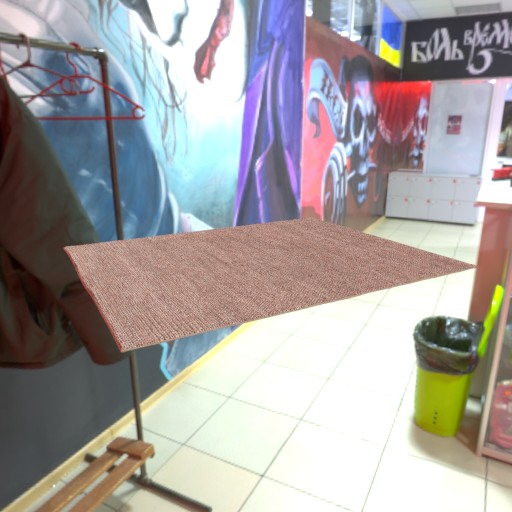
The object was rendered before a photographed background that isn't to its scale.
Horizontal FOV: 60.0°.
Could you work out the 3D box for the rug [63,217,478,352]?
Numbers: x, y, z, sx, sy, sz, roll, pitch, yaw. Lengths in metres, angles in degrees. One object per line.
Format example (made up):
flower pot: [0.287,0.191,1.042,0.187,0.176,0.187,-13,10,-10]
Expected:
rug: [0.000,0.000,4.128,3.052,0.030,2.429,-9,19,-28]
